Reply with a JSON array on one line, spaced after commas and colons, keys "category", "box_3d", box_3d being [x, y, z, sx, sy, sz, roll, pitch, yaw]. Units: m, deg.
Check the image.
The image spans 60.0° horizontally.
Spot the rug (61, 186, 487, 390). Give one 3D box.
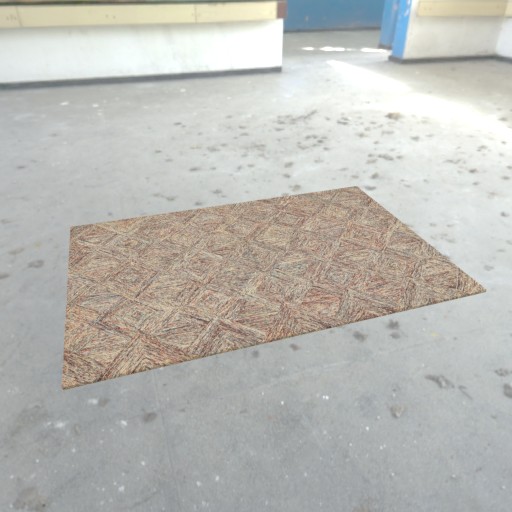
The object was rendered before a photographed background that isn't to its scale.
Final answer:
[{"category": "rug", "box_3d": [0.000, 0.000, 2.846, 2.285, 0.019, 1.523, -10, 34, -15]}]
